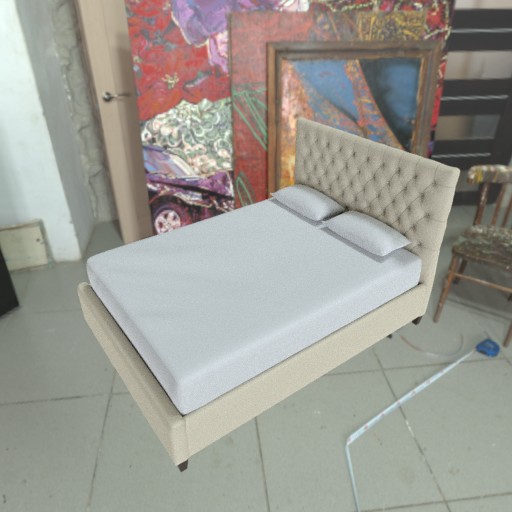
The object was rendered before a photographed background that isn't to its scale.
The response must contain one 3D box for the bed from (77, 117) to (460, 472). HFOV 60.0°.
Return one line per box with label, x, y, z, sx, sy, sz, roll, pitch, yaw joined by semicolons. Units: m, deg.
bed;0.000;0.000;3.452;2.387;1.427;1.698;-21;38;-30
